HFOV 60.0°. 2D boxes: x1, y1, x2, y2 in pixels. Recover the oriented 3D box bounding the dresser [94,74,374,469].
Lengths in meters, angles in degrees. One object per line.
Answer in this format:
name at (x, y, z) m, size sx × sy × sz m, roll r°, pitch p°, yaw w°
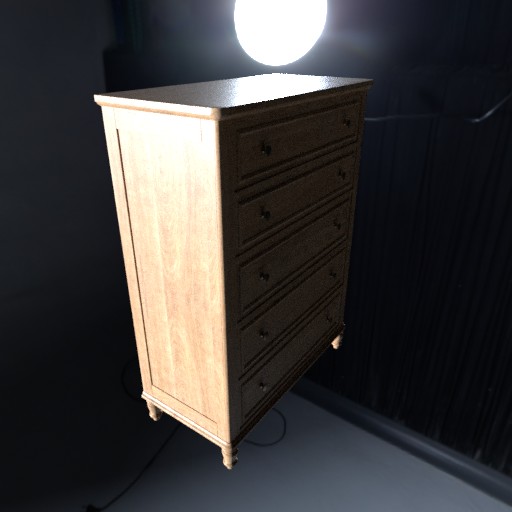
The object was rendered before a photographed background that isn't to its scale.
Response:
dresser at (0.000, 0.000, 1.832) m, size 0.484 × 1.318 × 0.973 m, roll 18°, pitch 32°, yaw 32°
